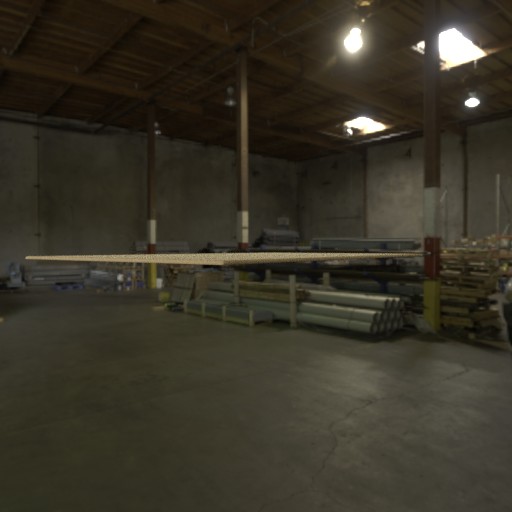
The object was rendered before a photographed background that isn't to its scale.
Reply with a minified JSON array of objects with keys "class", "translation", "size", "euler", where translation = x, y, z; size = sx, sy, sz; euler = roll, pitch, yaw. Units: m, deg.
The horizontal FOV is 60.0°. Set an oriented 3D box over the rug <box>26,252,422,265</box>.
[{"class":"rug","translation":[0.000,0.000,2.115],"size":[1.062,0.013,1.667],"euler":[1,1,37]}]
